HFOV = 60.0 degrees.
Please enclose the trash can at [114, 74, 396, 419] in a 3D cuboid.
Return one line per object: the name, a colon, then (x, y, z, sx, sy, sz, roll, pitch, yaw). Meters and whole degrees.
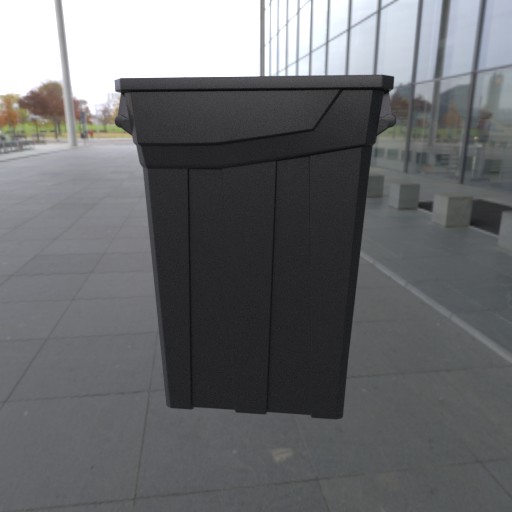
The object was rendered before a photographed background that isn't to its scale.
trash can: (0.000, 0.000, 1.047, 0.559, 0.762, 0.281, 2, 16, 6)
